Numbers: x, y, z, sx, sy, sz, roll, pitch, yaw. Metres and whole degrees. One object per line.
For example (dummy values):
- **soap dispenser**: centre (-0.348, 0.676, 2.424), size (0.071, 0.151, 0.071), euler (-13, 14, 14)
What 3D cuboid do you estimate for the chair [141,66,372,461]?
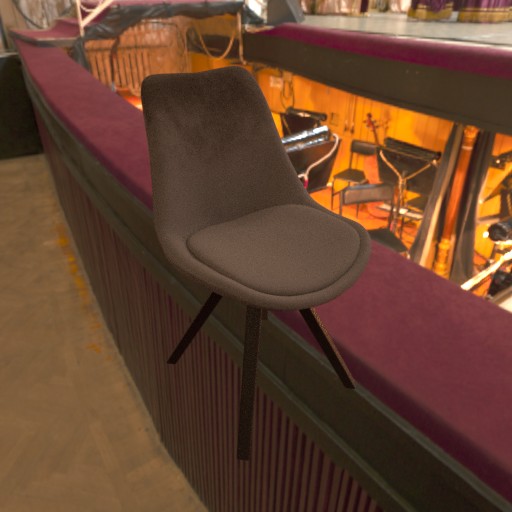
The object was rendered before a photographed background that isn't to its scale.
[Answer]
- **chair**: centre (0.000, 0.000, 1.160), size (0.476, 0.850, 0.550), euler (-21, 37, -31)
